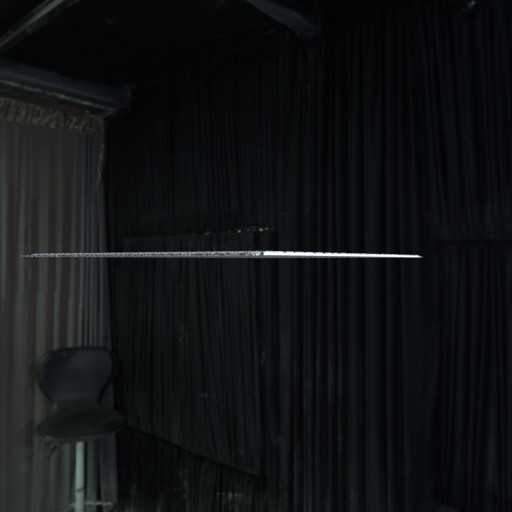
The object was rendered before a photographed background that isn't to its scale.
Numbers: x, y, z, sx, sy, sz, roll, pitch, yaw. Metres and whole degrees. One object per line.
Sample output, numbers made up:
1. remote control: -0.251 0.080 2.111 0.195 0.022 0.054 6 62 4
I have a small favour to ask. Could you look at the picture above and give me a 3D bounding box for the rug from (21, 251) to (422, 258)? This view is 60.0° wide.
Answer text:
1. rug: 0.000 0.000 2.319 1.230 0.014 1.847 0 -1 35
